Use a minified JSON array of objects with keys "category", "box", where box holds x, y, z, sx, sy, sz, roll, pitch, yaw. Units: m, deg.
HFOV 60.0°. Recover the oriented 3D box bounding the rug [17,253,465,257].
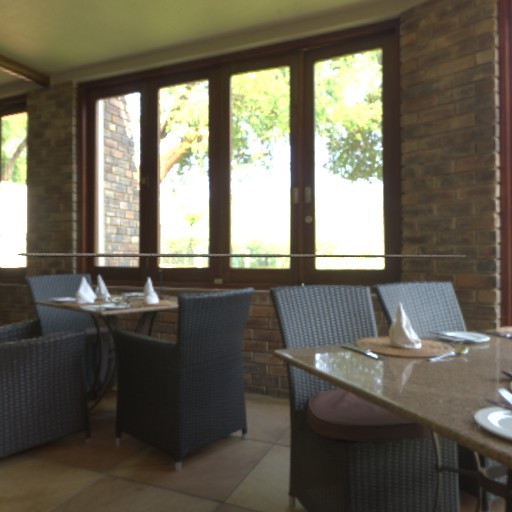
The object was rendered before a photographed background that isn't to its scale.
[{"category":"rug","box":[0.000,0.000,2.658,2.435,0.011,0.750,0,-1,-18]}]
